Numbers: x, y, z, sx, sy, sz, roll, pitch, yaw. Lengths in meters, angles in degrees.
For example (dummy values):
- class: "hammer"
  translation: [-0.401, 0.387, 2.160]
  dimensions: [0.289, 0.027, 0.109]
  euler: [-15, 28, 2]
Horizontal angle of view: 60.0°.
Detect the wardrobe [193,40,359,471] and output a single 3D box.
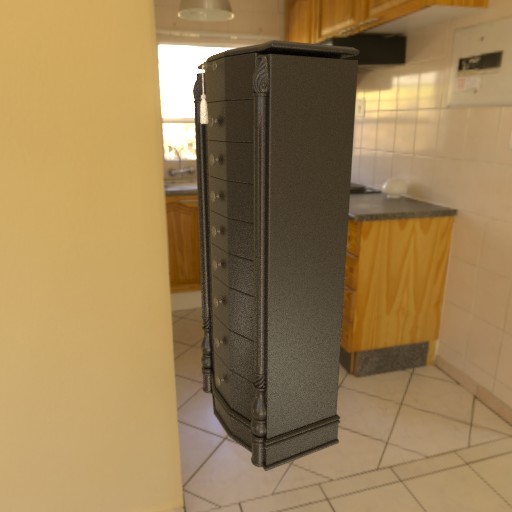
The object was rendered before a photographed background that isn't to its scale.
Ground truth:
- class: "wardrobe"
  translation: [0.000, 0.000, 1.216]
  dimensions: [0.295, 1.011, 0.444]
  euler: [-8, 19, -26]
